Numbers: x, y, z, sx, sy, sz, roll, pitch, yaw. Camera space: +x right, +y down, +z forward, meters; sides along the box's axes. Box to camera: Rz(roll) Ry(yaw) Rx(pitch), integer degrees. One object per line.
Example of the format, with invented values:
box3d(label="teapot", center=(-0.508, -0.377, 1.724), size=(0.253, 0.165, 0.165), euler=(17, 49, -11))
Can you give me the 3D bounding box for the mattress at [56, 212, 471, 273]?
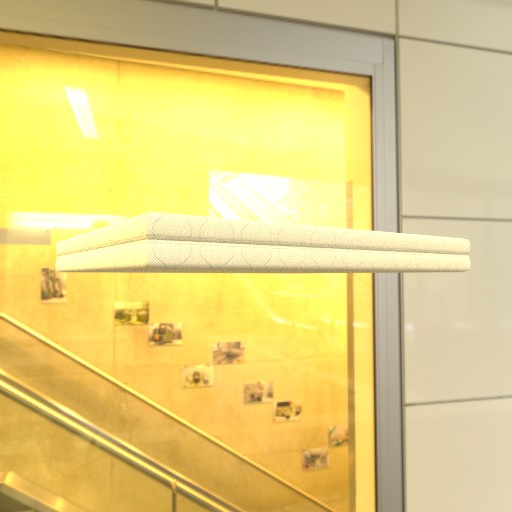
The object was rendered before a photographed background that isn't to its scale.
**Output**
box3d(label="mattress", center=(0.000, 0.000, 2.725), size=(2.000, 0.200, 1.600), euler=(2, -3, -34))
